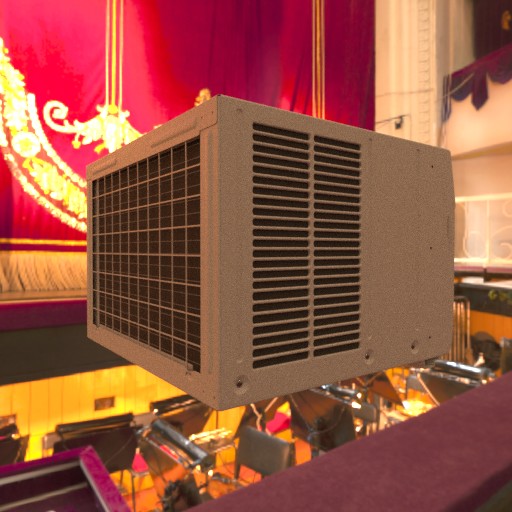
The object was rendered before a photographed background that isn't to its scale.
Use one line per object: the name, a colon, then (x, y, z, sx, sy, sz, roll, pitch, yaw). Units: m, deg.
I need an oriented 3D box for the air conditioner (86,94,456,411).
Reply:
air conditioner: (0.000, 0.000, 1.039, 0.599, 0.455, 0.645, -1, 1, -36)
